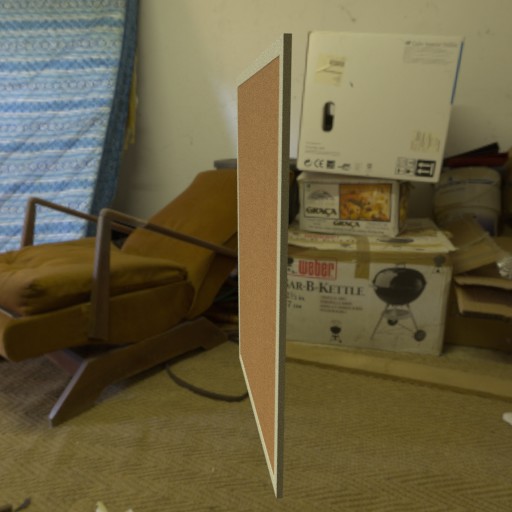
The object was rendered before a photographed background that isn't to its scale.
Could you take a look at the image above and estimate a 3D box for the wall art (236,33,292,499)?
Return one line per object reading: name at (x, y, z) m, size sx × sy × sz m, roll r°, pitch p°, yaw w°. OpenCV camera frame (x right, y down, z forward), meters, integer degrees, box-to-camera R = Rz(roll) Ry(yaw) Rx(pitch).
wall art at (0.000, 0.000, 1.193) m, size 0.015 × 0.965 × 0.660 m, roll -3°, pitch 16°, yaw -9°
